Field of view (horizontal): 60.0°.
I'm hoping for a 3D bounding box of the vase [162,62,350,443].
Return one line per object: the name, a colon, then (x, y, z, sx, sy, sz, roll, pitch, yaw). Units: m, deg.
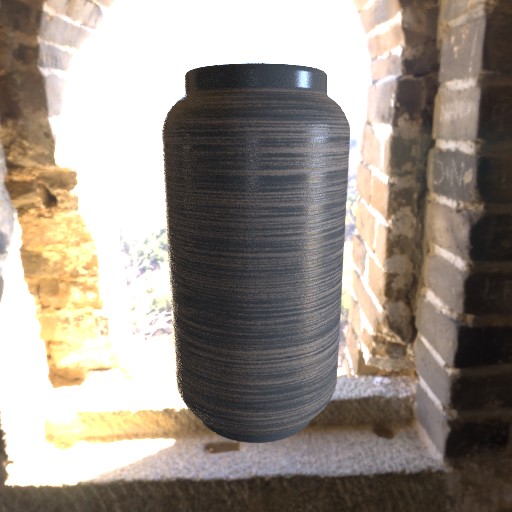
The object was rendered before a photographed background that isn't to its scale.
vase: (0.000, 0.000, 0.299, 0.116, 0.230, 0.116, 0, 15, 0)
